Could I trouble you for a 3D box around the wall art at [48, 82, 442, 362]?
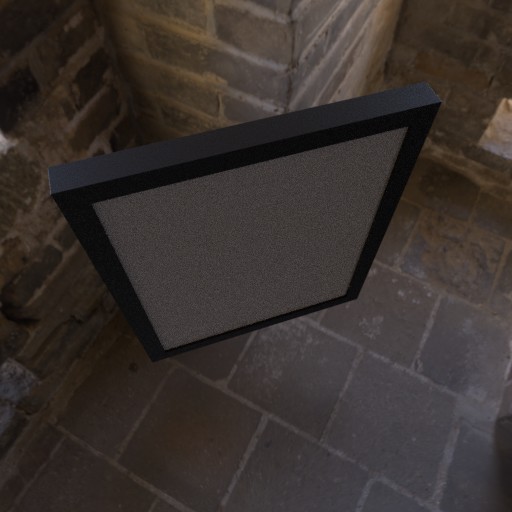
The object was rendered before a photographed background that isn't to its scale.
[{"bbox_3d":[0.000,0.000,0.525,0.330,0.381,0.029,-16,59,-10],"label":"wall art"}]
